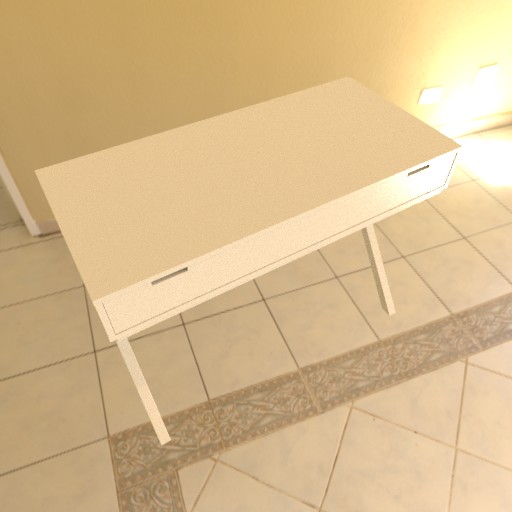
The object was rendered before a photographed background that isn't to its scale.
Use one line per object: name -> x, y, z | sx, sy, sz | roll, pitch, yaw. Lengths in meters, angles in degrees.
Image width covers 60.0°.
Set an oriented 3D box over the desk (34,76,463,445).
desk -> 0.000, 0.000, 1.489 | 1.059, 0.780, 0.509 | -24, 51, -21
